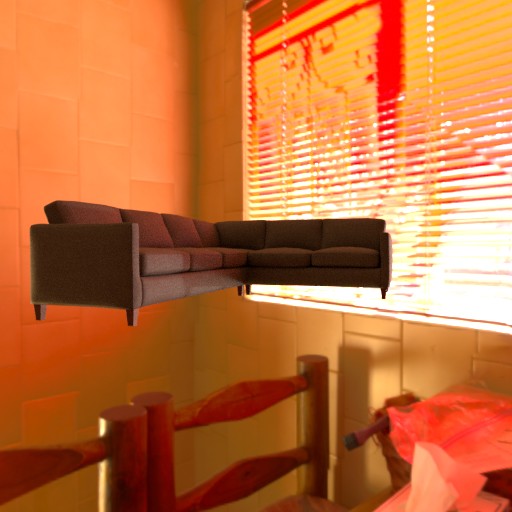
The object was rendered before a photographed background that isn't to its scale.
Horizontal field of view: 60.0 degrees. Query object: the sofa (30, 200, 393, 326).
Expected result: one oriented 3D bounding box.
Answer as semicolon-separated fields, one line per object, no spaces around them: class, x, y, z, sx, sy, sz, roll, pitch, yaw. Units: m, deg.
sofa;0.000;0.000;4.464;2.593;0.947;3.302;0;1;18
